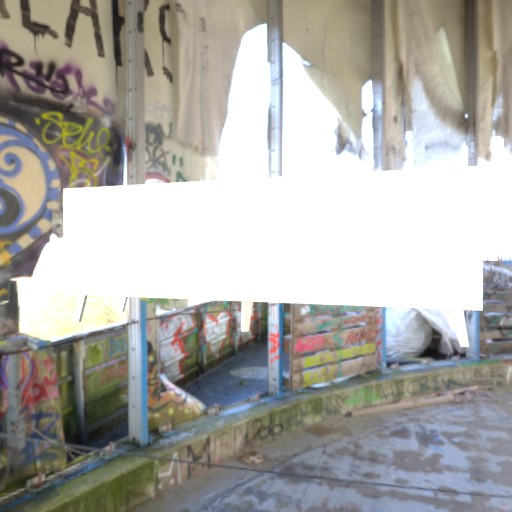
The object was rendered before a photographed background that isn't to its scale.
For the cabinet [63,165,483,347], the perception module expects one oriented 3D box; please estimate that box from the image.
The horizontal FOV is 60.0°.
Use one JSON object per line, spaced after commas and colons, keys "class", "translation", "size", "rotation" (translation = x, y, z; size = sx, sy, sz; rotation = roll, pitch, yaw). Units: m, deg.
{"class": "cabinet", "translation": [0.000, 0.000, 2.468], "size": [2.200, 0.780, 0.500], "rotation": [0, 1, 19]}
